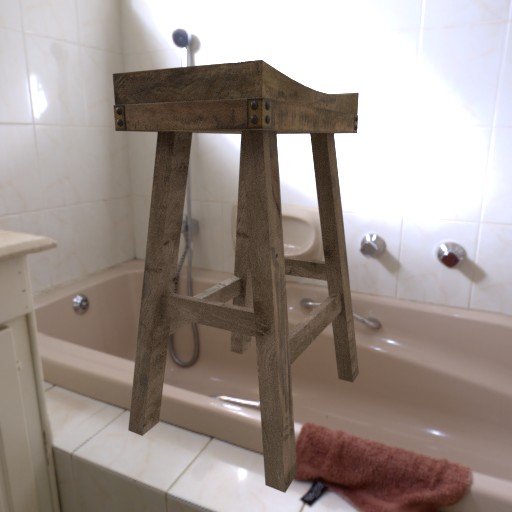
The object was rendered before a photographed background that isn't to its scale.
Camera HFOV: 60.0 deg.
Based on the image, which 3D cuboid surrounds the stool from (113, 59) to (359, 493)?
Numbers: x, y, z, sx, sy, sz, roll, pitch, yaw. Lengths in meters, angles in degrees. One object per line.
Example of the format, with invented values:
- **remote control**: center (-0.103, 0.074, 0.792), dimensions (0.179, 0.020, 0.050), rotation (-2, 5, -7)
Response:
- **stool**: center (0.000, 0.000, 0.873), dimensions (0.330, 0.635, 0.450), rotation (8, 16, 27)
